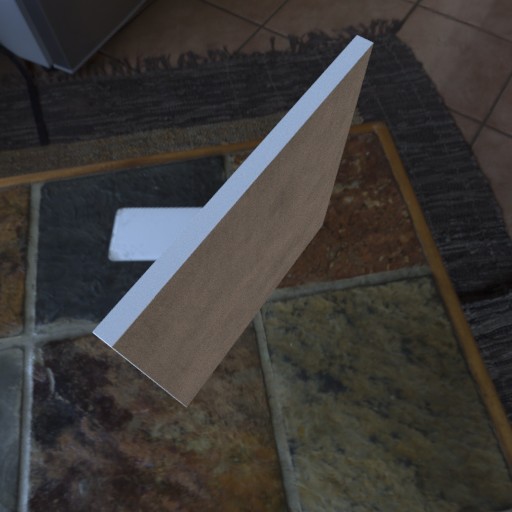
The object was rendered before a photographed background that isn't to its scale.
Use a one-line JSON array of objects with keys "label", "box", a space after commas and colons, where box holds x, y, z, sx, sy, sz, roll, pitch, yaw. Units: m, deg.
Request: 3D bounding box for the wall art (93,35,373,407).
[{"label": "wall art", "box": [0.000, 0.000, 0.665, 0.023, 0.453, 0.455, 33, 69, 14]}]
